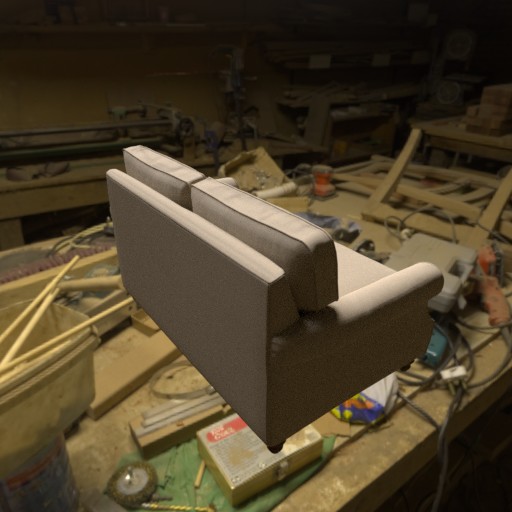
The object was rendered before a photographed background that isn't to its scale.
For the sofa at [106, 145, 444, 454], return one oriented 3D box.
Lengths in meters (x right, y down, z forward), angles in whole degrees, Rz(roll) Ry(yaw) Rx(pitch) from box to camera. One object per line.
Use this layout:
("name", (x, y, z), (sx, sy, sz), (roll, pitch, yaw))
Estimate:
("sofa", (0.000, 0.000, 2.250), (0.964, 0.937, 1.665), (-18, 32, -32))
